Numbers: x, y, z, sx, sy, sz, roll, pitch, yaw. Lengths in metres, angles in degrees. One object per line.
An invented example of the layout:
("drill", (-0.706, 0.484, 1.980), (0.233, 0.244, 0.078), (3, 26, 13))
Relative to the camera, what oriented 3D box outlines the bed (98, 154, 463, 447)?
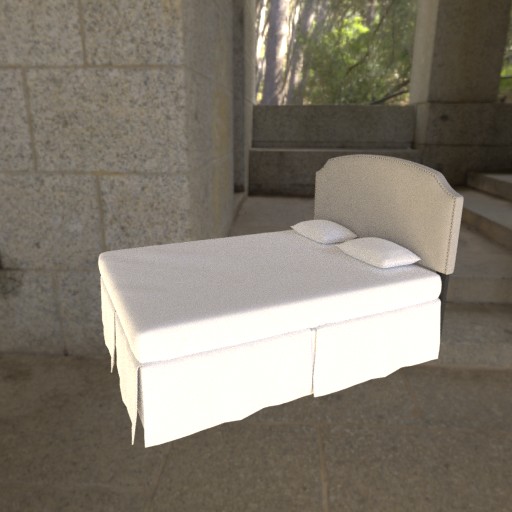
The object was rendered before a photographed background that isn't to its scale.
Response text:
("bed", (0.000, 0.000, 2.986), (1.999, 1.270, 1.558), (-8, 18, -24))
